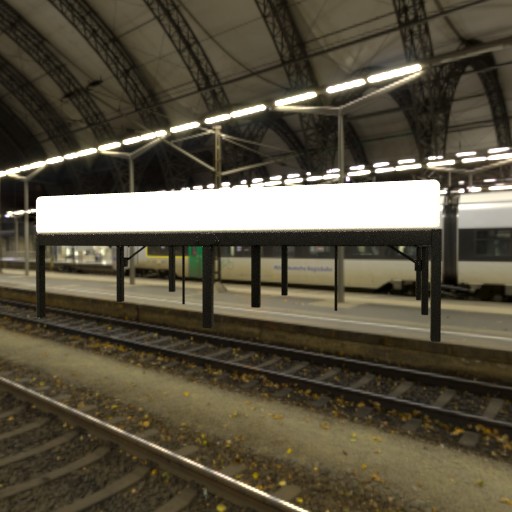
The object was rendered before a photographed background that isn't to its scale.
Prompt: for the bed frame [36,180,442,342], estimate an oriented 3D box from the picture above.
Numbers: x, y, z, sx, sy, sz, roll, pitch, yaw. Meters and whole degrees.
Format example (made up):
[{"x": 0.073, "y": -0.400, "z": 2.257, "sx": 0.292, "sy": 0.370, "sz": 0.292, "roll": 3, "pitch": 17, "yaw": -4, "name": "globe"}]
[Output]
[{"x": 0.000, "y": 0.000, "z": 2.832, "sx": 2.072, "sy": 0.659, "sz": 1.557, "roll": 0, "pitch": 1, "yaw": 18, "name": "bed frame"}]
